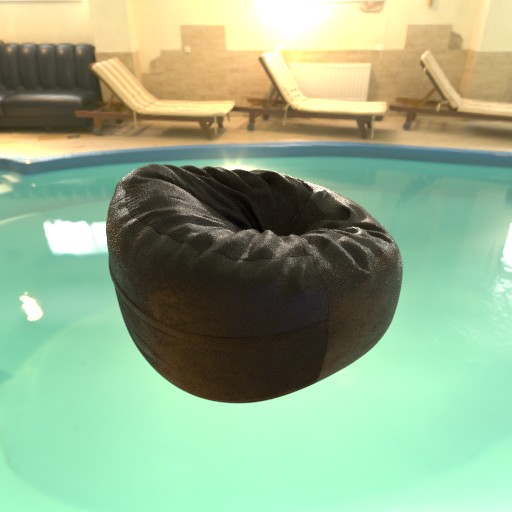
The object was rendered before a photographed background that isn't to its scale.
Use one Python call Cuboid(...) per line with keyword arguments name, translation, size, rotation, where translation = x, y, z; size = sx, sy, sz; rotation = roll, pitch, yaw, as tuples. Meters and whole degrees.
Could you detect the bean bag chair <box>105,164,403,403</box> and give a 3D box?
Cuboid(name="bean bag chair", translation=(0.000, 0.000, 2.424), size=(1.524, 0.878, 1.524), rotation=(-10, 32, -17))
